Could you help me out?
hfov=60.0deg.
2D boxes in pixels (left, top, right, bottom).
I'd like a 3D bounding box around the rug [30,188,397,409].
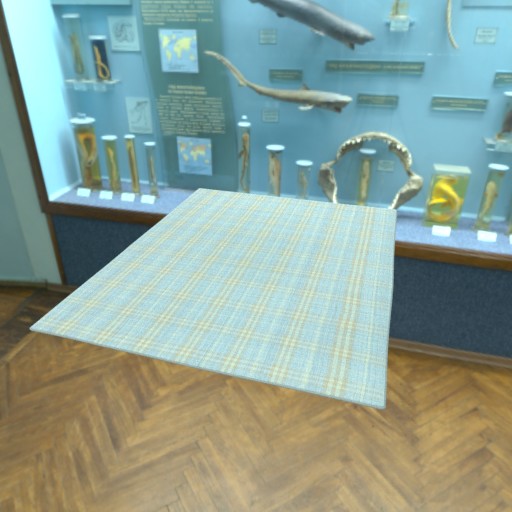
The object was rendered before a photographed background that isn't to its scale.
[{"bbox_3d":[0.000,0.000,4.105,2.462,0.030,3.066,8,30,15],"label":"rug"}]
